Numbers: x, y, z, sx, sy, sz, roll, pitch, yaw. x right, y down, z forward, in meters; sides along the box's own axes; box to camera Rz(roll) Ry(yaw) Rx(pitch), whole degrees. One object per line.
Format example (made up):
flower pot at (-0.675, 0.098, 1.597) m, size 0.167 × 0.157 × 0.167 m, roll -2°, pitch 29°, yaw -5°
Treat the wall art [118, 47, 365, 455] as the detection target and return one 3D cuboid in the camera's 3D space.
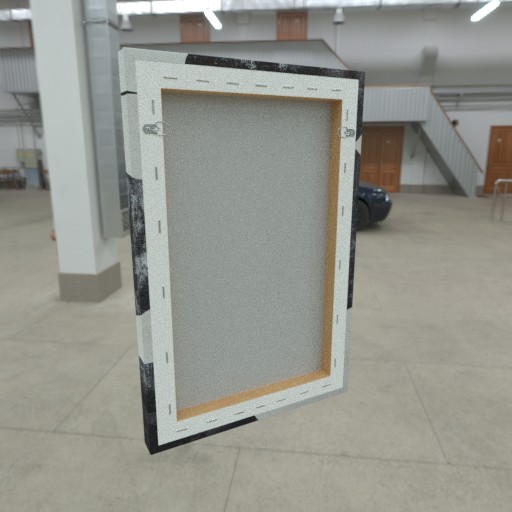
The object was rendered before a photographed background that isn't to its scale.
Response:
wall art at (0.000, 0.000, 0.753) m, size 0.407 × 0.610 × 0.039 m, roll -7°, pitch 16°, yaw -27°
